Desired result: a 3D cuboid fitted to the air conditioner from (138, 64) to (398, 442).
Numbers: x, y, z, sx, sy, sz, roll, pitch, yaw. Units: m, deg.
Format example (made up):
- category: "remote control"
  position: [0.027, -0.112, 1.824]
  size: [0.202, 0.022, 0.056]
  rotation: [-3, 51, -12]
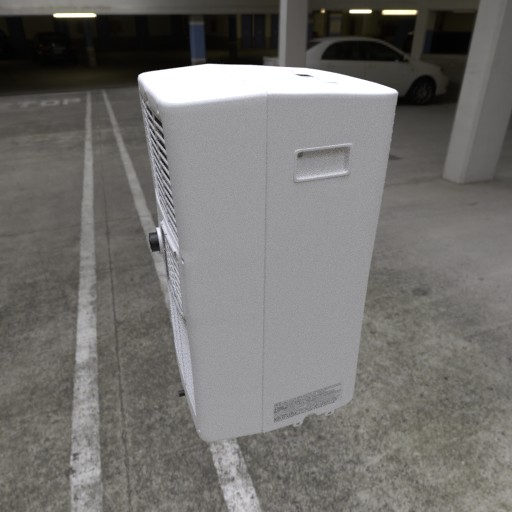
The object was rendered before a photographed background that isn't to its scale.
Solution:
- category: "air conditioner"
  position: [0.000, 0.000, 0.789]
  size: [0.349, 0.606, 0.304]
  rotation: [-10, 31, -17]
